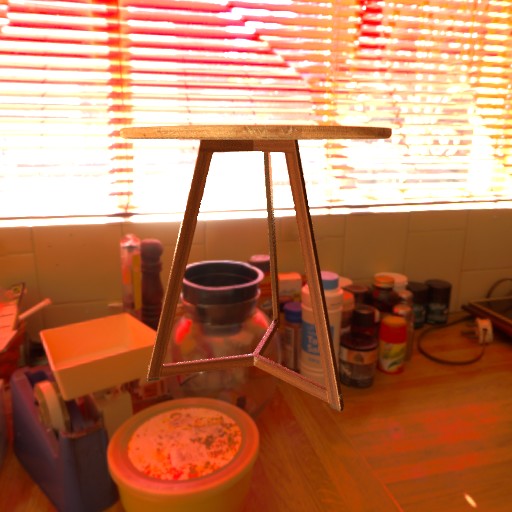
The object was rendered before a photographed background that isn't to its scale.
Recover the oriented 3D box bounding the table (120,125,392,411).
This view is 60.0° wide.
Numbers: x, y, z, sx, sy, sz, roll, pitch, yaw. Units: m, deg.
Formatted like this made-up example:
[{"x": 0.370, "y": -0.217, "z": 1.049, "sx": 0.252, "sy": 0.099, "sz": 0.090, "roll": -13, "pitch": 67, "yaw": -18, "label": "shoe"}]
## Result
[{"x": 0.000, "y": 0.000, "z": 0.910, "sx": 0.500, "sy": 0.500, "sz": 0.500, "roll": 0, "pitch": 15, "yaw": 0, "label": "table"}]
